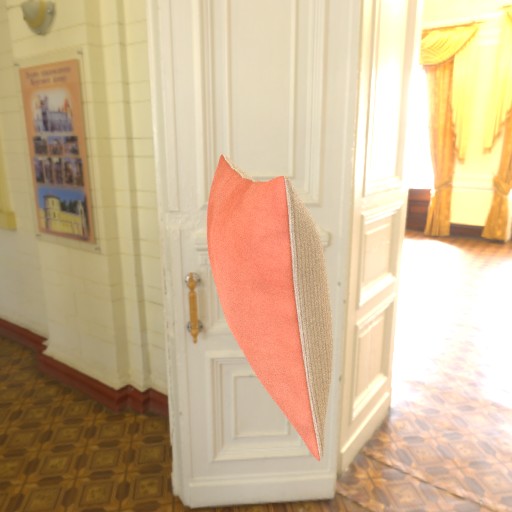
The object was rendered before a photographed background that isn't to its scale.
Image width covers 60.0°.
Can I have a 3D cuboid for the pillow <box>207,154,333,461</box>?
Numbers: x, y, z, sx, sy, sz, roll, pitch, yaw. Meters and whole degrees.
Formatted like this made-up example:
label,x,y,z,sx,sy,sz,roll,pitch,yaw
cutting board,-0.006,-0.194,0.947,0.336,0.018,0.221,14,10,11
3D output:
label,x,y,z,sx,sy,sz,roll,pitch,yaw
pillow,0.000,0.000,0.726,0.155,0.307,0.608,-2,15,-9
